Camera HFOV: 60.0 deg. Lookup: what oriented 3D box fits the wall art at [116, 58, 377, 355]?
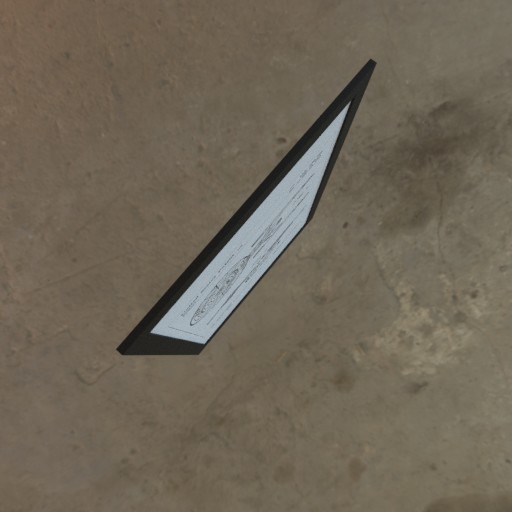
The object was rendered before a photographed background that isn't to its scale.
[{"bbox_3d":[0.000,0.000,0.680,0.008,0.530,0.379,39,80,8],"label":"wall art"}]
